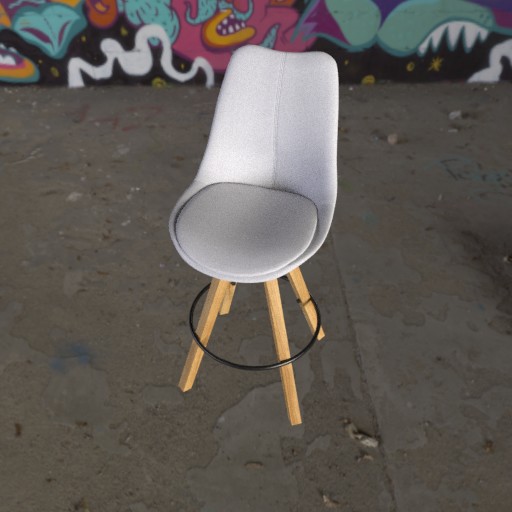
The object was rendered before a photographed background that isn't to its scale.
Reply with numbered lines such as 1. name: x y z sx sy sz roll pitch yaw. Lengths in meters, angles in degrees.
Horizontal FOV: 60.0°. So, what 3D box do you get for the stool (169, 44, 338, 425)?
1. stool: 0.000 0.000 1.426 0.484 1.115 0.550 12 43 13
